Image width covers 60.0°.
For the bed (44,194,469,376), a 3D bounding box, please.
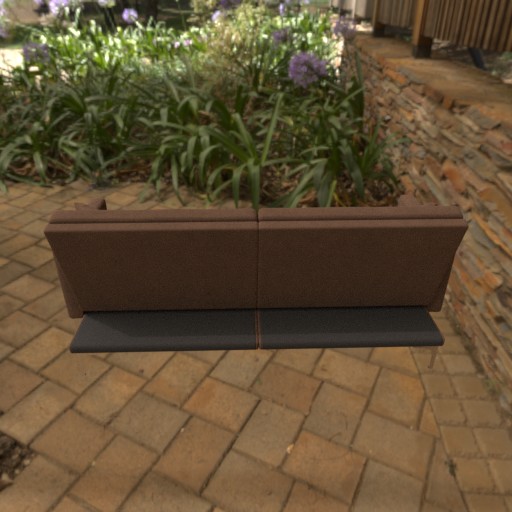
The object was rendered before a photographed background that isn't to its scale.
[{"bbox_3d":[0.000,0.000,2.299,1.905,0.787,0.889,-1,30,-1],"label":"bed"}]
